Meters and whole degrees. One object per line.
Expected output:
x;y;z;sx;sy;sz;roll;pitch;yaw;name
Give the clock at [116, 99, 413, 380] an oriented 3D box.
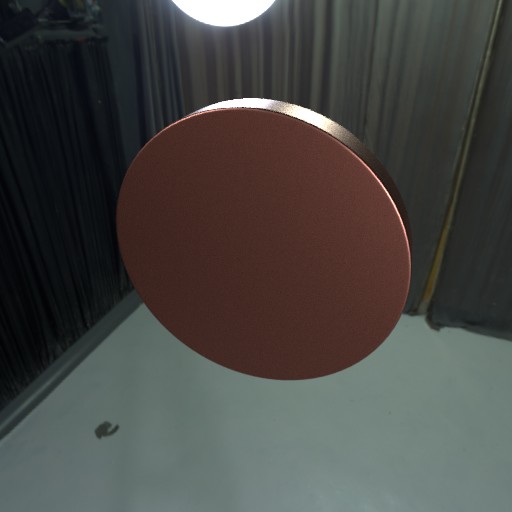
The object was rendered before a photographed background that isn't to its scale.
0.000;0.000;0.471;0.313;0.313;0.040;9;31;16;clock
